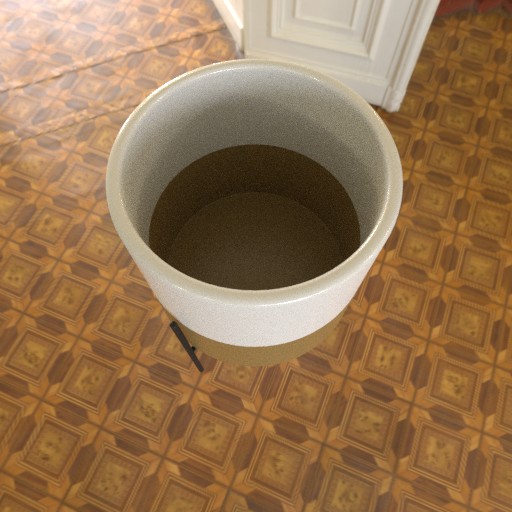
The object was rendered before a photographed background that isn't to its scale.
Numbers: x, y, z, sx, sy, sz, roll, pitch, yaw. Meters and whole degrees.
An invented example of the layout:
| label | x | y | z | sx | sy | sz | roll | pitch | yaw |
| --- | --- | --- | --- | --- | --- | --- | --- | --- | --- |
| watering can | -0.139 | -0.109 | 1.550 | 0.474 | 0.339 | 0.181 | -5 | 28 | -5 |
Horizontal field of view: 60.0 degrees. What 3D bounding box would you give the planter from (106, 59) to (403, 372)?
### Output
| label | x | y | z | sx | sy | sz | roll | pitch | yaw |
| --- | --- | --- | --- | --- | --- | --- | --- | --- | --- |
| planter | 0.000 | 0.000 | 0.641 | 0.310 | 0.432 | 0.310 | 20 | 67 | 9 |
